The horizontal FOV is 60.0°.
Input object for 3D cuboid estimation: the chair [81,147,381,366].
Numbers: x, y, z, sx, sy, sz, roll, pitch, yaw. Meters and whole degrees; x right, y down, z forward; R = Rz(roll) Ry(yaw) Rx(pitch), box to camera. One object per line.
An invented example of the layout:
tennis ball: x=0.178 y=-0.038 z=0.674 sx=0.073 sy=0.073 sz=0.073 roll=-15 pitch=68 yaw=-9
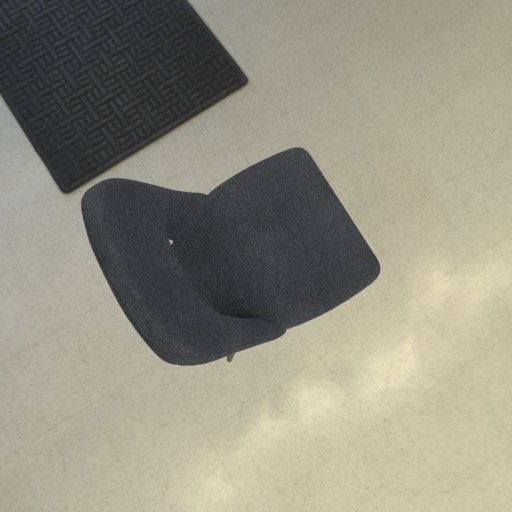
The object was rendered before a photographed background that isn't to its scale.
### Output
chair: x=0.000 y=0.000 z=1.254 sx=0.612 sy=0.931 sz=0.470 roll=-29 pitch=78 yaw=-7
